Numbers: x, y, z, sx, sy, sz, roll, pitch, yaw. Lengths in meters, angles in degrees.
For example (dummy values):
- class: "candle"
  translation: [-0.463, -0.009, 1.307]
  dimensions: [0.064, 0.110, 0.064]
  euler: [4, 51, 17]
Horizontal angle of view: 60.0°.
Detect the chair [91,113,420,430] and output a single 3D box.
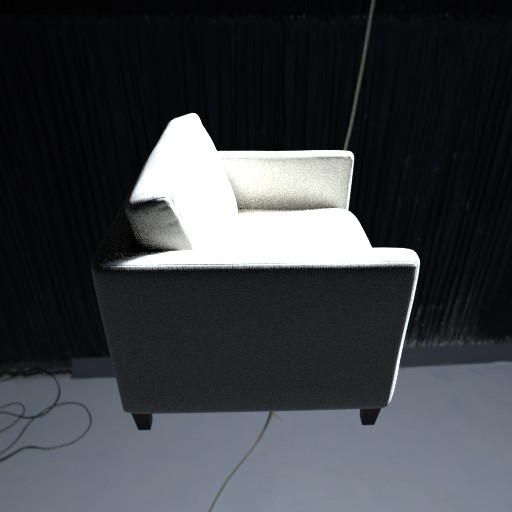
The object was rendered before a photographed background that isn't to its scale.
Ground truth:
- class: "chair"
  translation: [0.000, 0.000, 1.751]
  dimensions: [0.959, 0.919, 0.996]
  euler: [-1, 31, -1]
